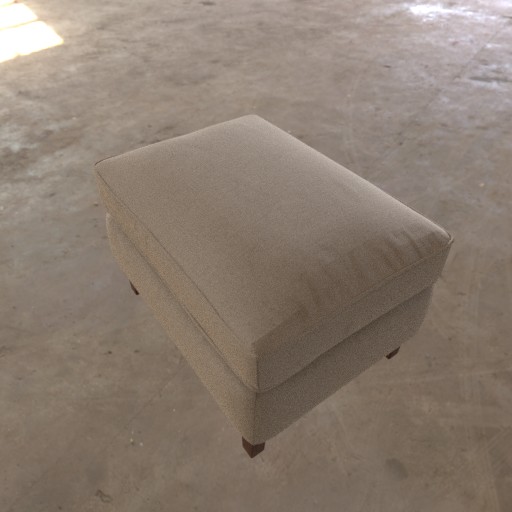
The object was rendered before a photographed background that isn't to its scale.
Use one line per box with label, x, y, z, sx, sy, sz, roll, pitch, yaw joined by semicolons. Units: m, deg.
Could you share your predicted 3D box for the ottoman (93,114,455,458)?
ottoman;0.000;0.000;1.013;0.501;0.456;0.665;-26;48;-26
